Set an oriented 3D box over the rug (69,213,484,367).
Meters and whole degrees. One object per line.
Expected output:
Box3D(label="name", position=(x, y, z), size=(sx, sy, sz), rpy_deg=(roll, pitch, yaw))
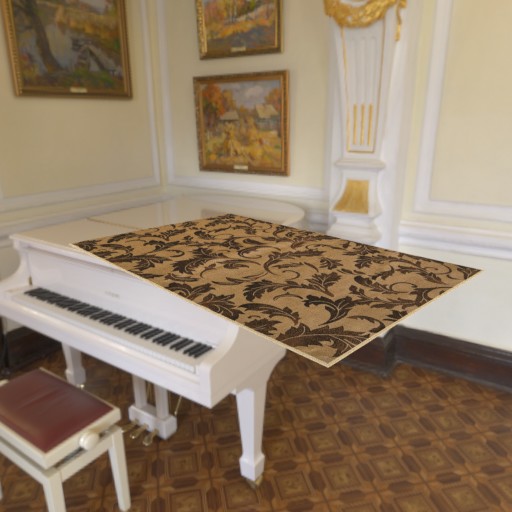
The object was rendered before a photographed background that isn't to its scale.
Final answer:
Box3D(label="rug", position=(0.000, 0.000, 2.873), size=(1.522, 0.008, 2.284), rpy_deg=(-16, 23, -42))
